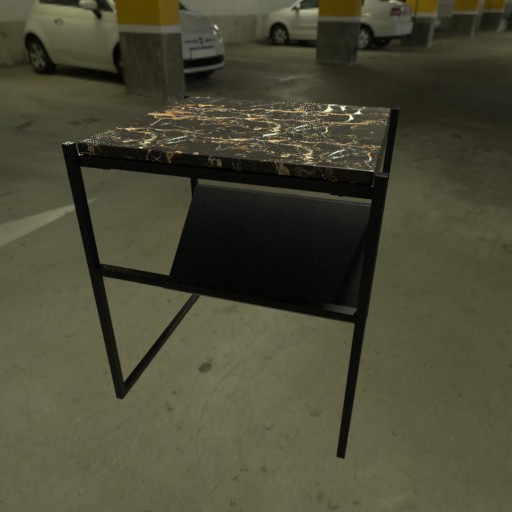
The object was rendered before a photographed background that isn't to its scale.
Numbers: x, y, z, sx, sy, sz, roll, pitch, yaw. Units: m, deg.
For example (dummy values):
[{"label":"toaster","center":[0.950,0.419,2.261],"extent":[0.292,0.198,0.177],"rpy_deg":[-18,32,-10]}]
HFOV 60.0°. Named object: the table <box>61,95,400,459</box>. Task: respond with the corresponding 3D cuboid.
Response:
[{"label":"table","center":[0.000,0.000,0.904],"extent":[0.469,0.534,0.432],"rpy_deg":[9,31,15]}]
